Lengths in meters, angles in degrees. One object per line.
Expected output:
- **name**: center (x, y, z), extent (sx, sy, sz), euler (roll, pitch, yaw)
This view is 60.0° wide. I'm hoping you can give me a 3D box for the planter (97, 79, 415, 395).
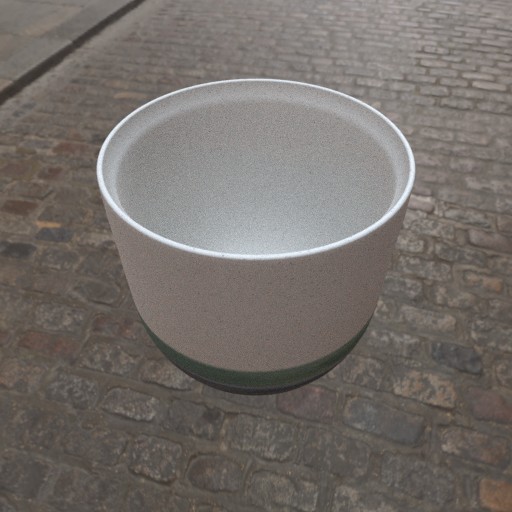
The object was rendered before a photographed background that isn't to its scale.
- **planter**: center (0.000, 0.000, 0.476), extent (0.268, 0.270, 0.268), euler (0, 46, 0)
